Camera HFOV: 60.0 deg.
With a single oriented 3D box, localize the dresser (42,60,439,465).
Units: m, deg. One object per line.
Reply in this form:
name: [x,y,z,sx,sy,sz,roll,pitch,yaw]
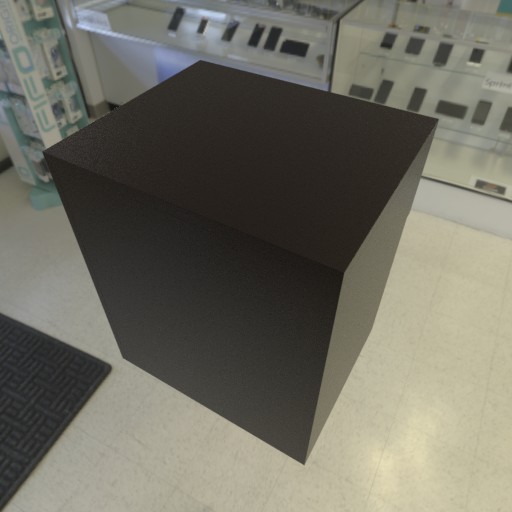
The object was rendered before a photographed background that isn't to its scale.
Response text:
dresser: [0.000,0.000,0.750,0.400,0.470,0.360,23,49,21]
